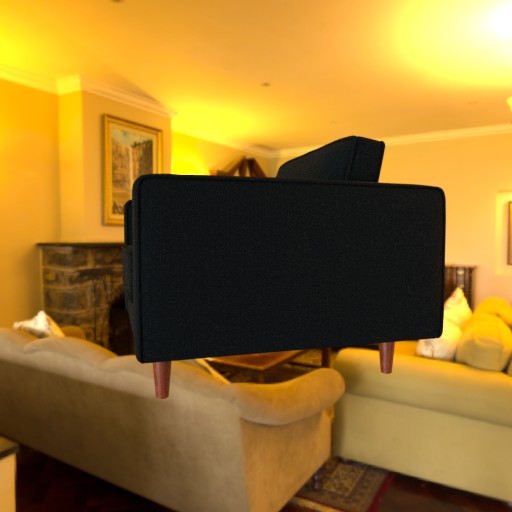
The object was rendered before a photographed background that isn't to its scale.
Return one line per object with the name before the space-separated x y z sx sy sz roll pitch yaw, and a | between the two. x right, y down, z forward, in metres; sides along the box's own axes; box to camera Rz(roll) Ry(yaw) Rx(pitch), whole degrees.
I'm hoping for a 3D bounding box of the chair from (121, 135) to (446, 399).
chair | 0.000 0.000 1.596 0.920 0.770 0.899 -1 3 -18
